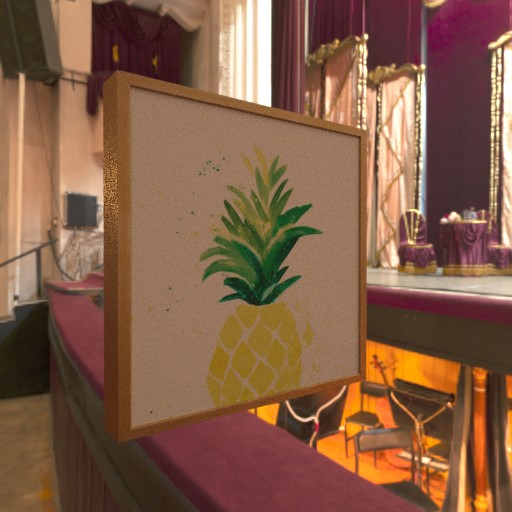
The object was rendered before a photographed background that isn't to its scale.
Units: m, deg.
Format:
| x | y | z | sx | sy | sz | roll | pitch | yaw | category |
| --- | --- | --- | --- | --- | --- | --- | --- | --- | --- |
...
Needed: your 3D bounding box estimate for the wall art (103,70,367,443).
| x | y | z | sx | sy | sz | roll | pitch | yaw | category |
| --- | --- | --- | --- | --- | --- | --- | --- | --- | --- |
| 0.000 | 0.000 | 0.466 | 0.306 | 0.305 | 0.038 | 0 | 1 | -36 | wall art |
